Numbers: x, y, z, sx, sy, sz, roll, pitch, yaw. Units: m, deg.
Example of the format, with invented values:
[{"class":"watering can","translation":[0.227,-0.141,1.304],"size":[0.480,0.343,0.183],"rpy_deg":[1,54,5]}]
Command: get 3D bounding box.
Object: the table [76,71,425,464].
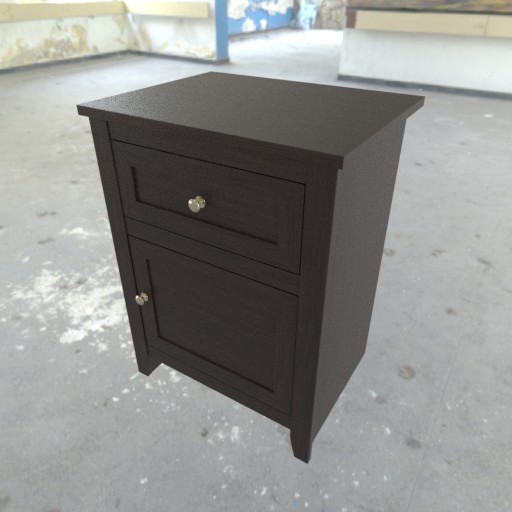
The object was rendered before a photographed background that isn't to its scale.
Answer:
[{"class":"table","translation":[0.000,0.000,0.937],"size":[0.480,0.635,0.381],"rpy_deg":[18,36,27]}]
